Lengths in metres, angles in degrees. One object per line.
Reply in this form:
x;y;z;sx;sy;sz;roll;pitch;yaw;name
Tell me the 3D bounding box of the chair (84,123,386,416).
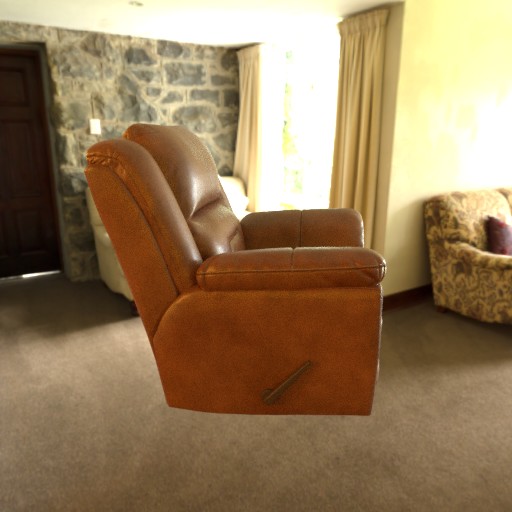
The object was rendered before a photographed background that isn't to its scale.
0.000;0.000;1.916;1.041;1.093;0.990;2;16;7;chair
